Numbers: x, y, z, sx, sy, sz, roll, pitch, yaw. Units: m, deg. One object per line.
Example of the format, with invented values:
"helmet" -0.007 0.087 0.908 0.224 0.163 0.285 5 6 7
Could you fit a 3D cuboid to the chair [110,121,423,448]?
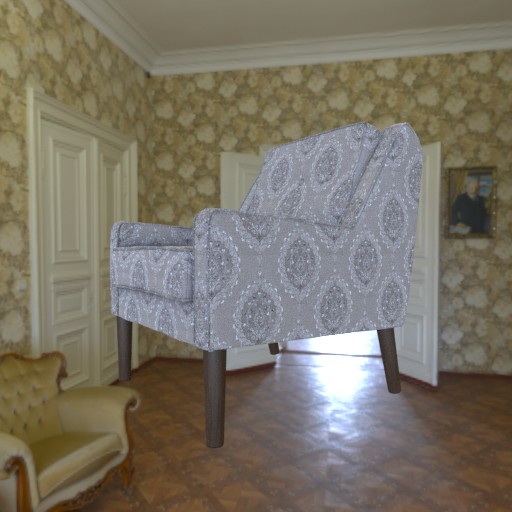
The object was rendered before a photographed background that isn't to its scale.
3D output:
"chair" 0.000 0.000 1.354 0.750 0.797 0.665 -1 1 -35
